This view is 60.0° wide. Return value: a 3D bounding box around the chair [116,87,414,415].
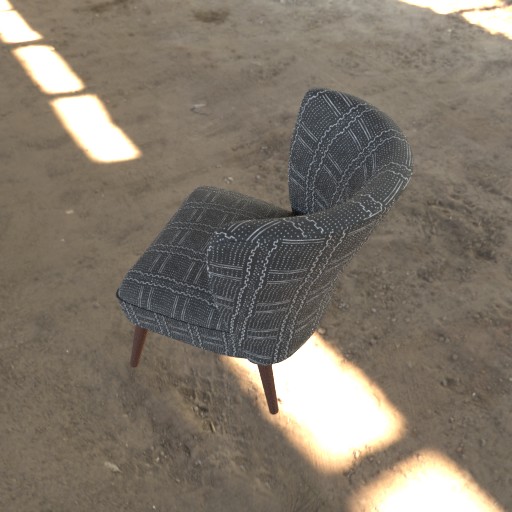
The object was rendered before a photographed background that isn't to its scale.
[{"bbox_3d":[0.000,0.000,1.392,0.758,0.866,0.710,16,48,14],"label":"chair"}]
